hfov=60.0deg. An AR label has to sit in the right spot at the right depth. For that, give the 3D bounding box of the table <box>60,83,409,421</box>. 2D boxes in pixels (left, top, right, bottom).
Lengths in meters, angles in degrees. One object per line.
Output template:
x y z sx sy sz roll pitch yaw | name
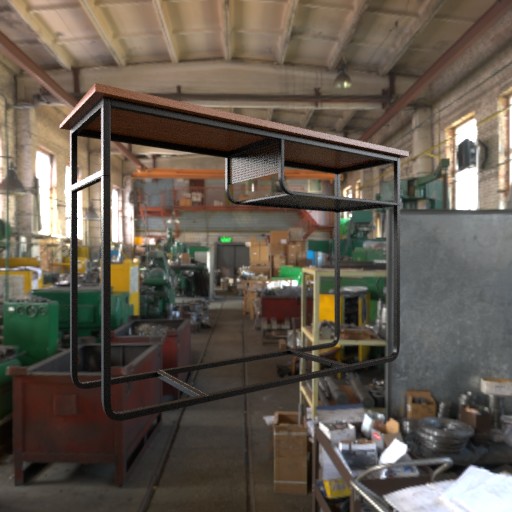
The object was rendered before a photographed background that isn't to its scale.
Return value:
0.000 0.000 1.418 1.100 0.750 0.350 0 0 -35 | table
